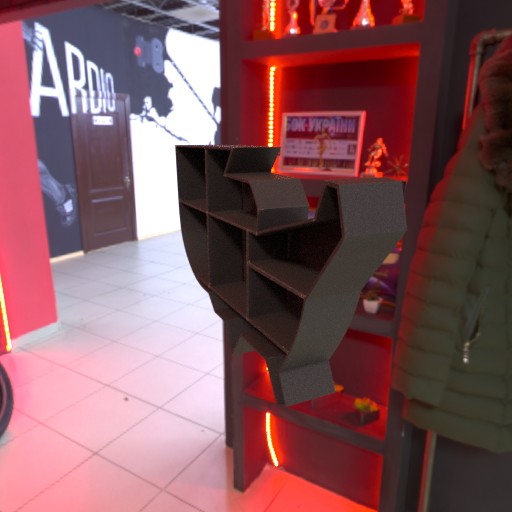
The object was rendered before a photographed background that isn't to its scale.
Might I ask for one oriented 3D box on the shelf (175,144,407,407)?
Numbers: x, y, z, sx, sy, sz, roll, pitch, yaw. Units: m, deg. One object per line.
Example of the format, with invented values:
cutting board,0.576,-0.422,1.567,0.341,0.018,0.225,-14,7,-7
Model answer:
shelf,0.000,0.000,0.918,0.112,0.439,0.729,-7,17,-25
